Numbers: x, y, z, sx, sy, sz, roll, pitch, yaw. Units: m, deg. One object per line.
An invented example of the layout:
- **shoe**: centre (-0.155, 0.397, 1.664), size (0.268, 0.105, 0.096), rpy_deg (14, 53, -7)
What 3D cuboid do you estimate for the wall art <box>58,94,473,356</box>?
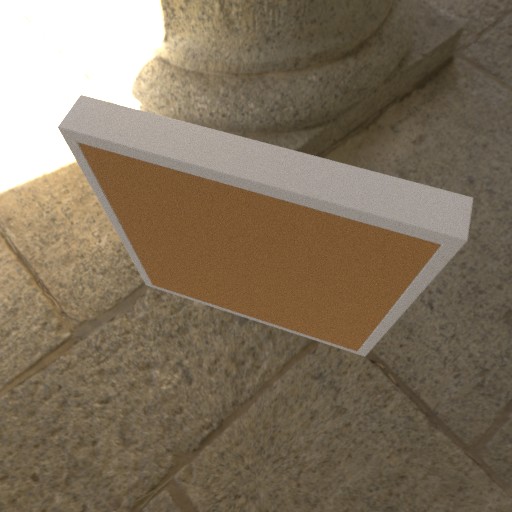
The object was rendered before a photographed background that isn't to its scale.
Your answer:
- **wall art**: centre (0.000, 0.000, 0.456), size (0.305, 0.305, 0.037), rpy_deg (17, 64, 8)
